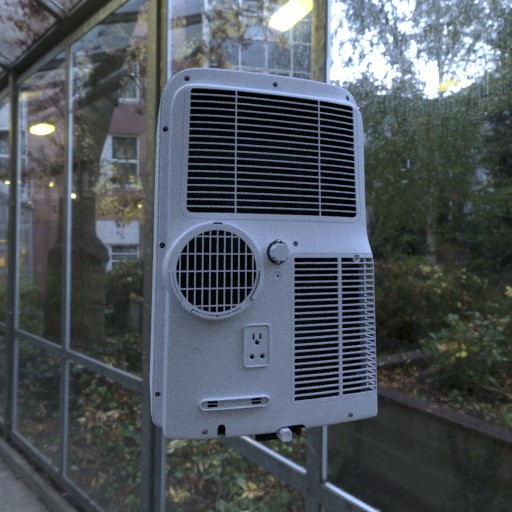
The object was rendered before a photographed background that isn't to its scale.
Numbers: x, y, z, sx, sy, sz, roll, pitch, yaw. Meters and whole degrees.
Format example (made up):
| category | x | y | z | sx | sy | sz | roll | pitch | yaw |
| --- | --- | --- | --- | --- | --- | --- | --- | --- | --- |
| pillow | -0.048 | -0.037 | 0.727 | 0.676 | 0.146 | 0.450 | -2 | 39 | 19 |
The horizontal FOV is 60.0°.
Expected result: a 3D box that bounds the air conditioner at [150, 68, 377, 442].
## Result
| category | x | y | z | sx | sy | sz | roll | pitch | yaw |
| --- | --- | --- | --- | --- | --- | --- | --- | --- | --- |
| air conditioner | 0.000 | 0.000 | 0.964 | 0.454 | 0.700 | 0.365 | 0 | 0 | -18 |
